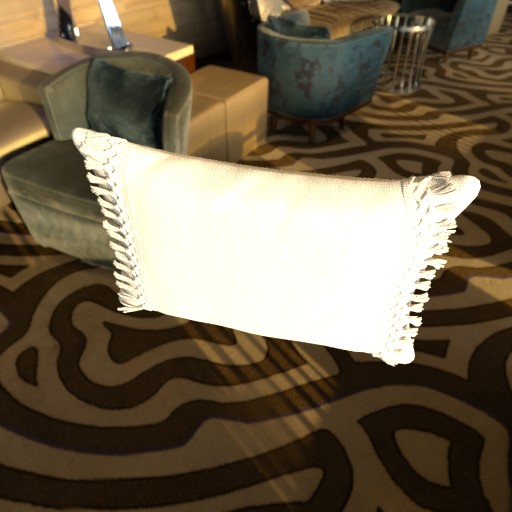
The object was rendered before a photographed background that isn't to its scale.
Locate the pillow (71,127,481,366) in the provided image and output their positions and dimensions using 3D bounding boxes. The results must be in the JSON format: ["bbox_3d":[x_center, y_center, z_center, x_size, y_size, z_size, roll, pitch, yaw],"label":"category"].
[{"bbox_3d":[0.000,0.000,0.582,0.466,0.305,0.084,10,41,12],"label":"pillow"}]
